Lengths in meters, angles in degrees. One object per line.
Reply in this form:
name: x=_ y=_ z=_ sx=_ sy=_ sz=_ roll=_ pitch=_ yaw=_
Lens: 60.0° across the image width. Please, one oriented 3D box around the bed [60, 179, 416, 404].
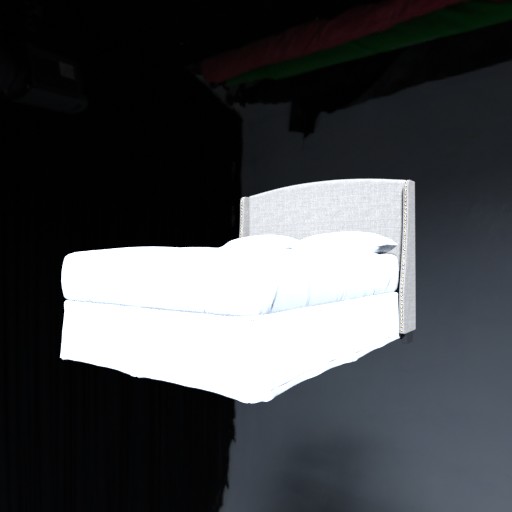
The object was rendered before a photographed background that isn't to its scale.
bed: x=0.000 y=0.000 z=3.322 sx=1.710 sy=1.407 sz=2.237 roll=0 pitch=-1 yaw=36
